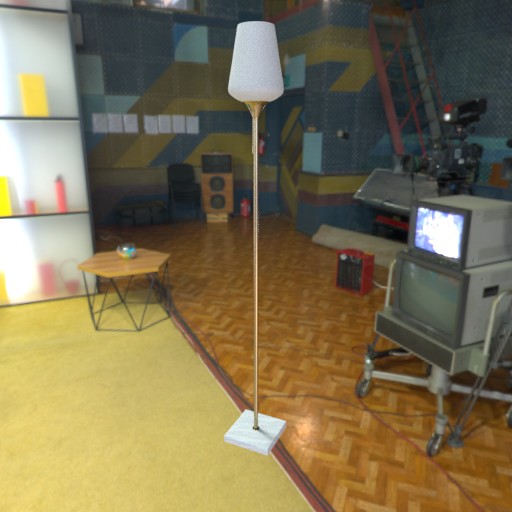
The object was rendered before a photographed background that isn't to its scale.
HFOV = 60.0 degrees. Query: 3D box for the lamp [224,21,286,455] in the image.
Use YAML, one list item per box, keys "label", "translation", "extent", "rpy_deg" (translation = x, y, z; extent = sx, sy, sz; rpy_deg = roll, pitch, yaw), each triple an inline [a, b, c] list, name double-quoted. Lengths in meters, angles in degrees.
- label: "lamp"
  translation: [0.000, 0.000, 1.926]
  extent: [0.229, 1.813, 0.232]
  rpy_deg: [7, 17, 24]
